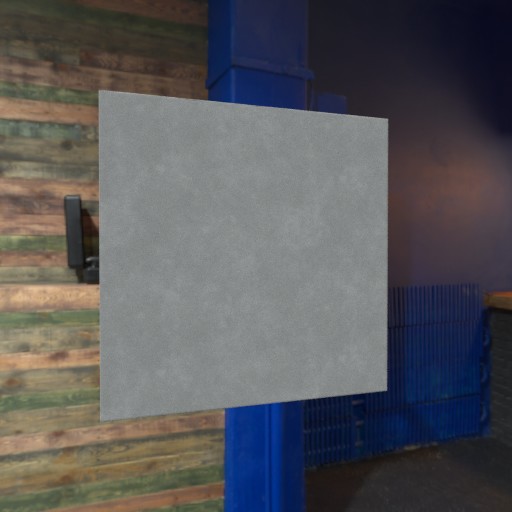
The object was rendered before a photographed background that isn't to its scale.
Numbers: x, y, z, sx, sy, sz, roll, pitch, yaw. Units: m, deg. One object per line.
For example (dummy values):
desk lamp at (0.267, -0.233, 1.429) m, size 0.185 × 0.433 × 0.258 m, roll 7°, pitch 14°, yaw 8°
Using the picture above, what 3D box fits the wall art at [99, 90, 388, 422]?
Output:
wall art at (0.000, 0.000, 0.456) m, size 0.303 × 0.303 × 0.015 m, roll 0°, pitch 1°, yaw -17°
